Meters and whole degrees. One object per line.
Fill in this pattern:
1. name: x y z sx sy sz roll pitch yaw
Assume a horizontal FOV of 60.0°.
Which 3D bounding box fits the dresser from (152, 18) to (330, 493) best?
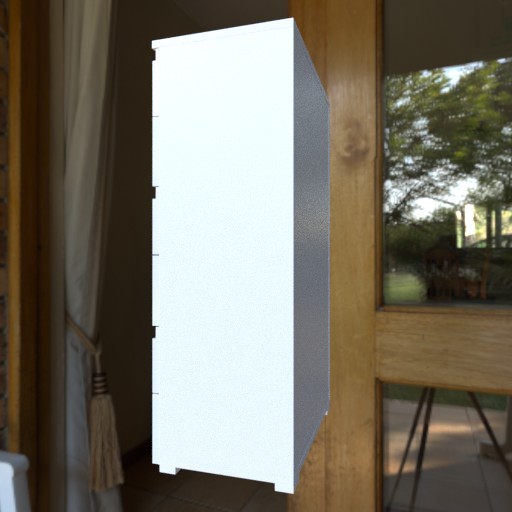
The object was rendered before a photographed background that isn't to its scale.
1. dresser: 0.000 0.000 1.476 0.400 1.190 0.650 0 0 17
